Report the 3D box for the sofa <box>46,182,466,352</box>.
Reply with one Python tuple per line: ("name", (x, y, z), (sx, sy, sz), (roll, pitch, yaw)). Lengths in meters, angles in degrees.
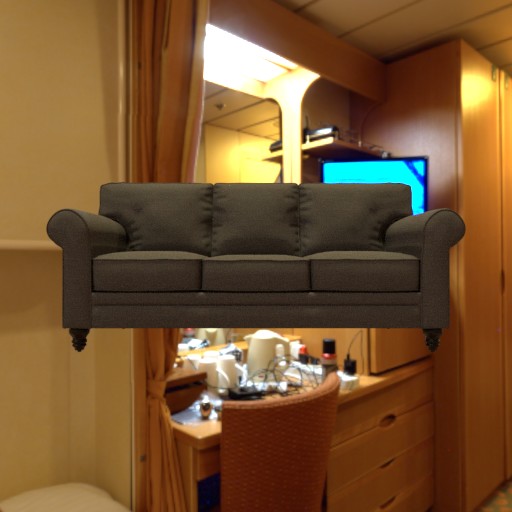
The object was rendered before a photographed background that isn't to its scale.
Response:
("sofa", (0.000, 0.000, 2.606), (2.084, 0.966, 0.909), (0, -1, 0))
